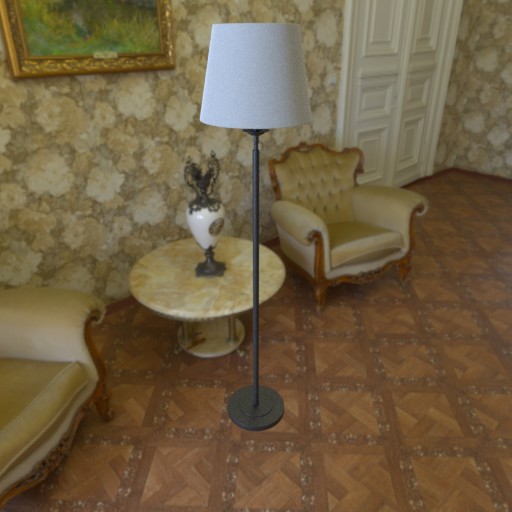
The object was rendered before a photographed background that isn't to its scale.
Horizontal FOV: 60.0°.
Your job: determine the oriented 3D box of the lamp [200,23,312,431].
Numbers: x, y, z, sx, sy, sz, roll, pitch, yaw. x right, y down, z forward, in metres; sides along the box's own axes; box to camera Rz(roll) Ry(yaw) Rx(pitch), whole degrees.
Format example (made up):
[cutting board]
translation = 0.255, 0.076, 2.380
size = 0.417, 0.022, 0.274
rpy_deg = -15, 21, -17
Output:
[lamp]
translation = 0.000, 0.000, 1.591
size = 0.348, 1.473, 0.348
rpy_deg = 1, 26, 2
